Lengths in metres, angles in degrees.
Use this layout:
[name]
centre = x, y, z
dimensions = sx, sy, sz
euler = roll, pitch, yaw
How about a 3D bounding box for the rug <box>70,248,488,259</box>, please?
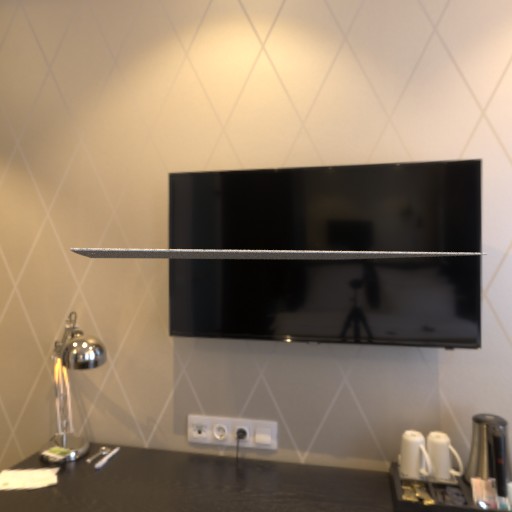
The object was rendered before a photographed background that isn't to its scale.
[rug]
centre = 0.000, 0.000, 4.172
dimensions = 3.061, 0.014, 2.447
euler = 0, -1, -18
